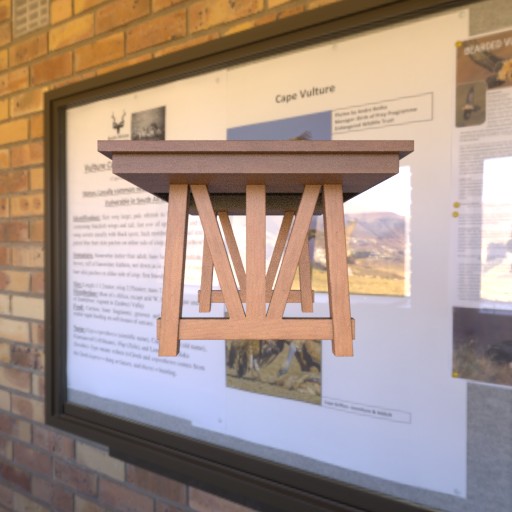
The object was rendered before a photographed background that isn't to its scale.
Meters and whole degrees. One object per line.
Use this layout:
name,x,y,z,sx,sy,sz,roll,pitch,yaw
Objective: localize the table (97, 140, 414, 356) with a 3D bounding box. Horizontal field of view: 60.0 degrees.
table,0.000,0.000,2.367,1.016,0.768,1.881,0,1,0
